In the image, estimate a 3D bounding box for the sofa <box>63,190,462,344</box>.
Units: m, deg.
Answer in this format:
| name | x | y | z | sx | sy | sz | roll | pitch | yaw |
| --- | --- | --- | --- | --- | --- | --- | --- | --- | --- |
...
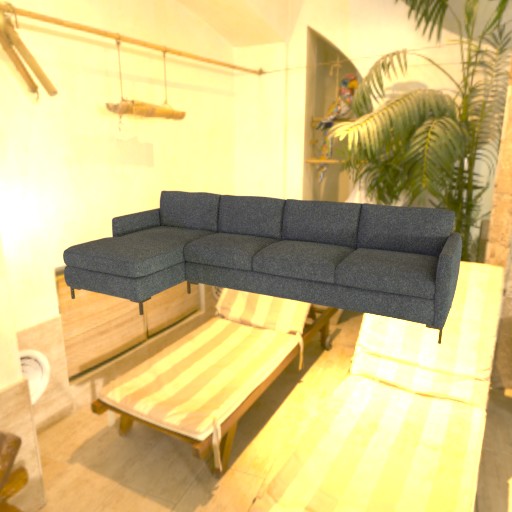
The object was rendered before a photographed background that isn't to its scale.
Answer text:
| name | x | y | z | sx | sy | sz | roll | pitch | yaw |
| --- | --- | --- | --- | --- | --- | --- | --- | --- | --- |
| sofa | 0.000 | 0.000 | 3.537 | 2.932 | 0.810 | 1.350 | 8 | 17 | 27 |
